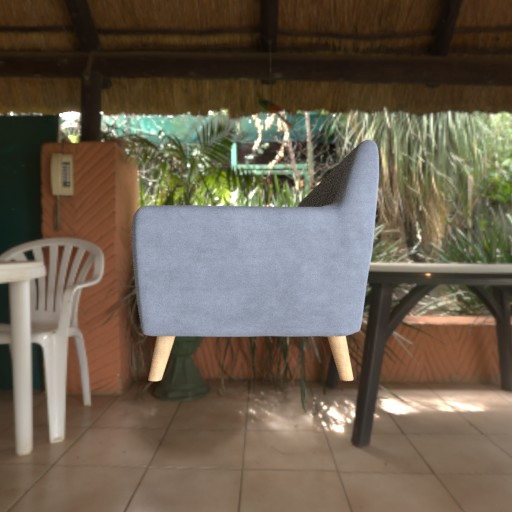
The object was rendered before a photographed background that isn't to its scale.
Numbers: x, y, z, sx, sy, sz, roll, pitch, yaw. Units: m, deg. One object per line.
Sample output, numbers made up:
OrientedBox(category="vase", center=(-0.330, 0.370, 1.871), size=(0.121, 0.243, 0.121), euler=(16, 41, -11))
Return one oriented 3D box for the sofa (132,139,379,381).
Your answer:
OrientedBox(category="sofa", center=(0.000, 0.000, 2.383), size=(0.830, 0.830, 1.970), euler=(0, 1, 0))
